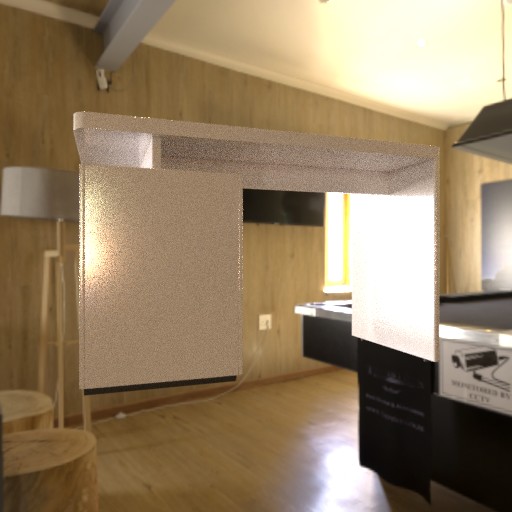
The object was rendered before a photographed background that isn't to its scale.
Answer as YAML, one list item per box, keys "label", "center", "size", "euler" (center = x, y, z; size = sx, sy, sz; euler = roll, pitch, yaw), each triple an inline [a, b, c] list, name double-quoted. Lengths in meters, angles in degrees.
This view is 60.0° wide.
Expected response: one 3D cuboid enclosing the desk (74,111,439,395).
- label: "desk"
  center: [0.000, 0.000, 1.608]
  size: [1.200, 0.760, 0.550]
  euler: [0, 0, -19]
